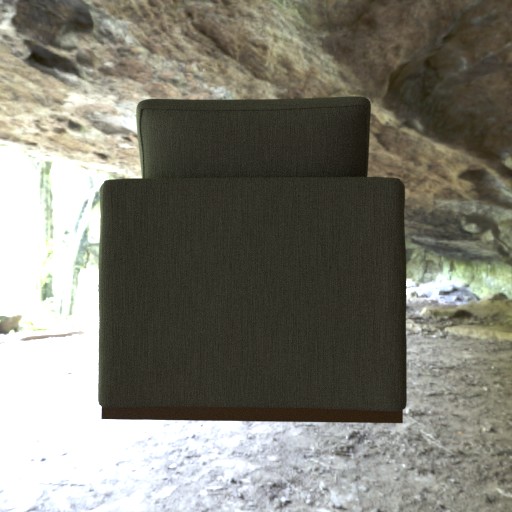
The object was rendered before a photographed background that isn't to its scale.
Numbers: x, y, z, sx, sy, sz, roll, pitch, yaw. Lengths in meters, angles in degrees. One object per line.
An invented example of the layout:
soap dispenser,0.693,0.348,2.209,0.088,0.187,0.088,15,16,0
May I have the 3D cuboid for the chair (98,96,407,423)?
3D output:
chair,0.000,0.000,1.475,0.763,0.811,0.834,0,0,2
